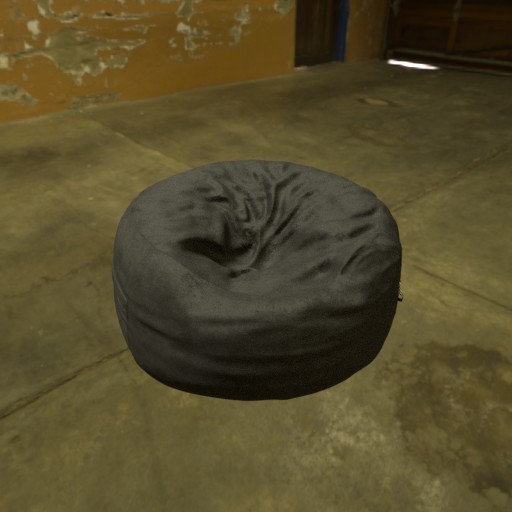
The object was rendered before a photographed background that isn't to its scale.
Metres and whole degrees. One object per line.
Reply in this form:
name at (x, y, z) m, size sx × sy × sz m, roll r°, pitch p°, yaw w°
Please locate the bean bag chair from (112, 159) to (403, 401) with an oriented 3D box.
bean bag chair at (0.000, 0.000, 2.401) m, size 1.525 × 0.751 × 1.525 m, roll 0°, pitch 31°, yaw 0°
